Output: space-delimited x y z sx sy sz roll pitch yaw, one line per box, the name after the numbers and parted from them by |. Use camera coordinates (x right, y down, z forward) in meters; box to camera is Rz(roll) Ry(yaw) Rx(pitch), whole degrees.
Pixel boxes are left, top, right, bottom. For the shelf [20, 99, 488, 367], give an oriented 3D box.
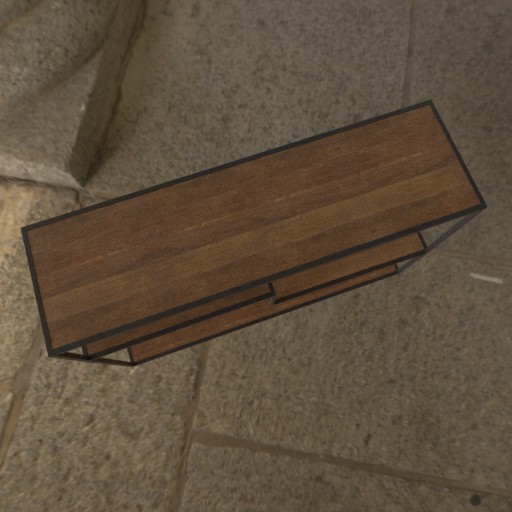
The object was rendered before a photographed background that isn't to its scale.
0.000 0.000 1.552 1.201 0.765 0.361 -18 75 -5 | shelf
